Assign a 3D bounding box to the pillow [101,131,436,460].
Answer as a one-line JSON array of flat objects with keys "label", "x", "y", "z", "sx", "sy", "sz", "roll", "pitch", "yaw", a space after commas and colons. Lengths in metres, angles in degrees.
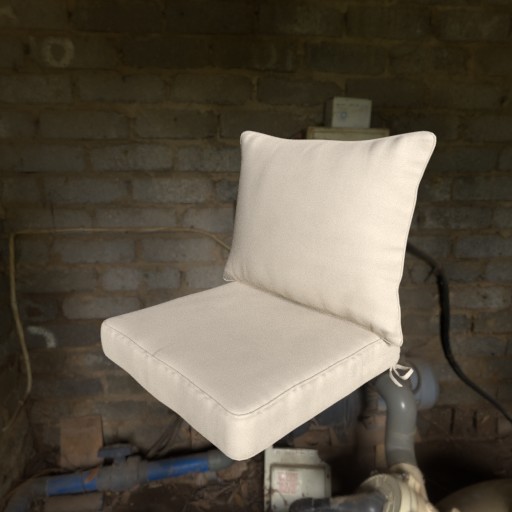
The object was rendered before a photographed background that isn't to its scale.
[{"label": "pillow", "x": 0.000, "y": 0.000, "z": 1.320, "sx": 0.733, "sy": 0.716, "sz": 0.798, "roll": -14, "pitch": 21, "yaw": -41}]
